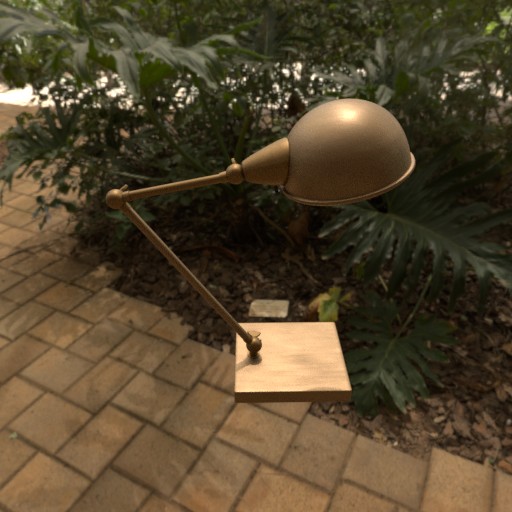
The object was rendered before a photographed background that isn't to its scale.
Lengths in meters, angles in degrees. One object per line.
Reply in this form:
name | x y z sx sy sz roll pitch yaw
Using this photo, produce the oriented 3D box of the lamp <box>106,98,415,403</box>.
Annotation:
lamp | 0.000 0.000 0.547 0.339 0.371 0.149 0 32 -1
